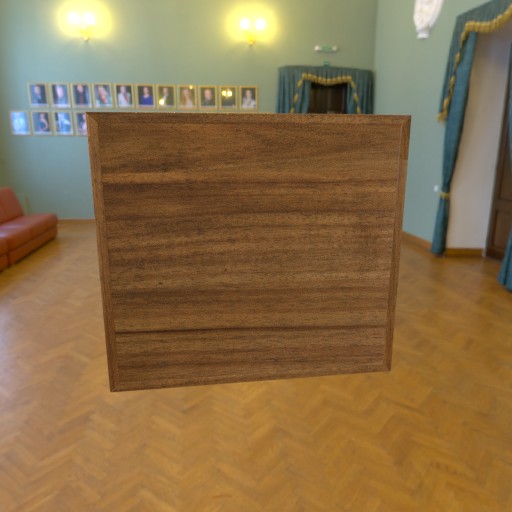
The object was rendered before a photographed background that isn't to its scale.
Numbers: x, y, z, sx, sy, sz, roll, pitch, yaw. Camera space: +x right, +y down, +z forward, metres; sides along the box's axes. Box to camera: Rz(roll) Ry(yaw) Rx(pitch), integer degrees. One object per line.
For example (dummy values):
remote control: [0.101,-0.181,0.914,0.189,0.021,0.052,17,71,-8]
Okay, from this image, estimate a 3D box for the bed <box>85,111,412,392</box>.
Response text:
bed: [0.000,0.000,1.535,1.041,0.940,0.043,-2,14,-8]
